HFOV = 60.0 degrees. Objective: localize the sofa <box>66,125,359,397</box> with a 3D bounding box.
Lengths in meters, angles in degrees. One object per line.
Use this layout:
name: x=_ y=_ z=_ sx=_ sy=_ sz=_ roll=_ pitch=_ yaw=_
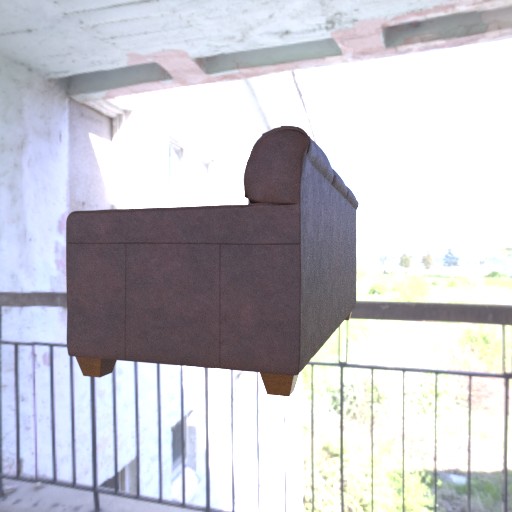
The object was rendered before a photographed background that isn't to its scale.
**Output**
sofa: x=0.000 y=0.000 z=2.550 sx=1.008 sy=0.953 sz=2.039 roll=0 pitch=0 yaw=18
